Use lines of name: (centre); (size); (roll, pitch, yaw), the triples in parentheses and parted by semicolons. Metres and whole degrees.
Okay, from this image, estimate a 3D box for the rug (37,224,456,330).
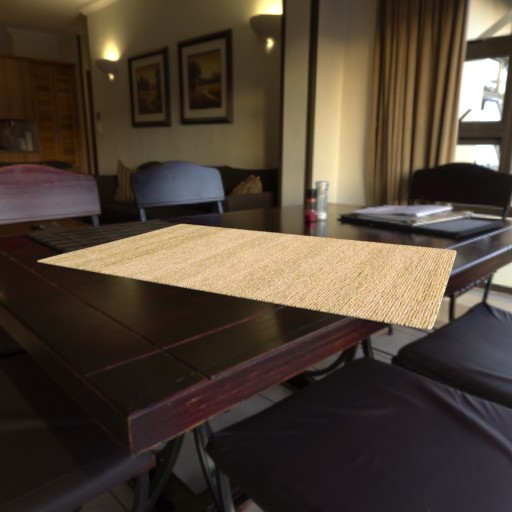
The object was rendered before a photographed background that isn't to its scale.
rug: (0.000, 0.000, 2.195); (1.758, 0.010, 1.143); (7, 16, 26)
